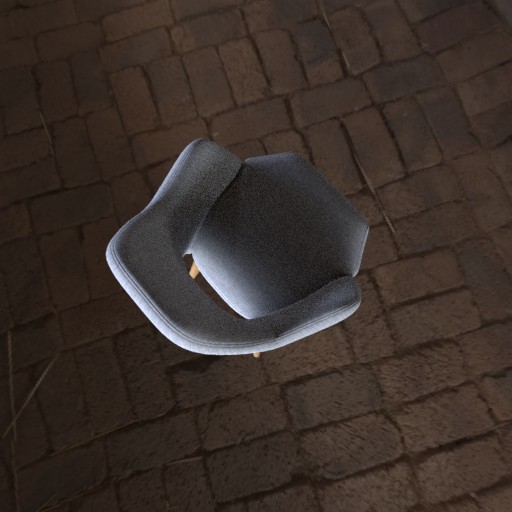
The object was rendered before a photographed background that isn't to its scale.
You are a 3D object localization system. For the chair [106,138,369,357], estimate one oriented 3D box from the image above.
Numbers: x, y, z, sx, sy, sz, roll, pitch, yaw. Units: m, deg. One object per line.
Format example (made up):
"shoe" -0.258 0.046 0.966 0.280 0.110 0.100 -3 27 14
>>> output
"chair" 0.000 0.000 1.282 0.610 0.840 0.590 -41 78 -10
